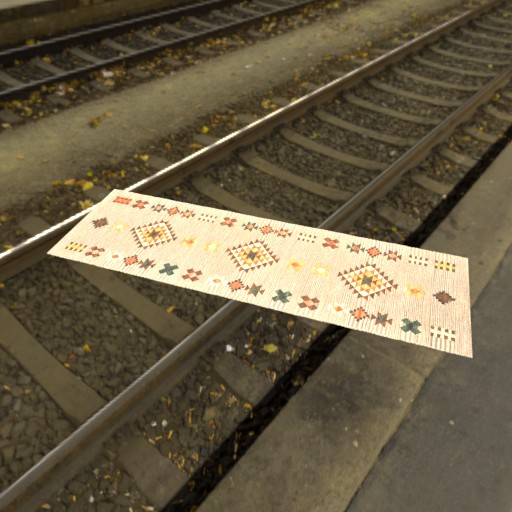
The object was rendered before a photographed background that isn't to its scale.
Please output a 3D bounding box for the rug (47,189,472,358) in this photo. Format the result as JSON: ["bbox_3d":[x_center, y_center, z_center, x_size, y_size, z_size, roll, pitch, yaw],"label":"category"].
[{"bbox_3d":[0.000,0.000,2.682,2.432,0.008,0.766,12,42,14],"label":"rug"}]
